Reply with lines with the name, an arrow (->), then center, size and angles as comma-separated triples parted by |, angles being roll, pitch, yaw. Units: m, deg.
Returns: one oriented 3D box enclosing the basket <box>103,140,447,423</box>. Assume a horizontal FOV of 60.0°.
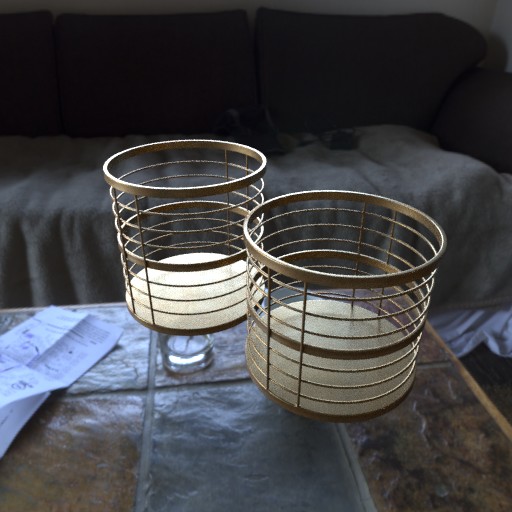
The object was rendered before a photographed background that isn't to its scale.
basket -> 0.000, 0.000, 0.964 | 0.746, 0.351, 0.356 | 21, 35, 32
